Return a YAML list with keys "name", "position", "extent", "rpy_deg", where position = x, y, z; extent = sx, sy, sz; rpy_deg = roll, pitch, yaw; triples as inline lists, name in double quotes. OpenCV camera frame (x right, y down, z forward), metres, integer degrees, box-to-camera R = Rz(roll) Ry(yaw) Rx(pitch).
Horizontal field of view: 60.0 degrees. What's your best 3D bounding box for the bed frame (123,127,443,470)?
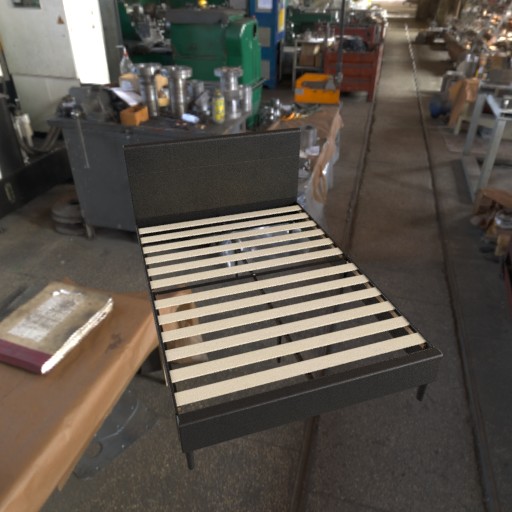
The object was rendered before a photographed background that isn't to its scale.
- name: "bed frame"
  position: [0.000, 0.000, 3.030]
  extent: [1.469, 1.046, 2.152]
  rpy_deg: [-10, 34, -15]
